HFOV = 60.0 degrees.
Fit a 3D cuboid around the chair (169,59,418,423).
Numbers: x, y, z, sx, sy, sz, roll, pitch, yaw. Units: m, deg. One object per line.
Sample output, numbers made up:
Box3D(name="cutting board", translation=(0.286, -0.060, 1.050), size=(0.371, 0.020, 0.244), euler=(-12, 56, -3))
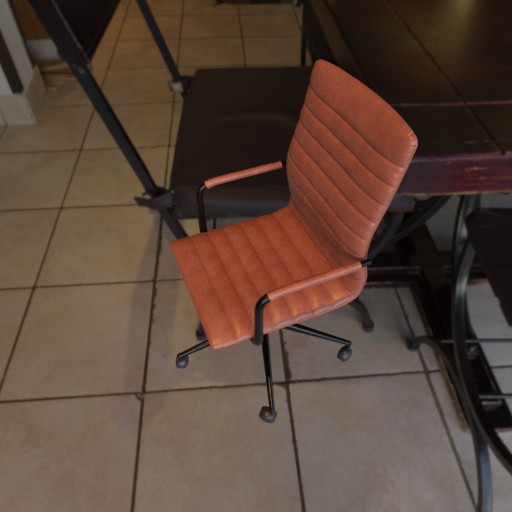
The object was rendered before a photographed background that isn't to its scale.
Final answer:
Box3D(name="chair", translation=(0.000, 0.000, 1.251), size=(0.578, 0.878, 0.600), euler=(-17, 49, -15))
